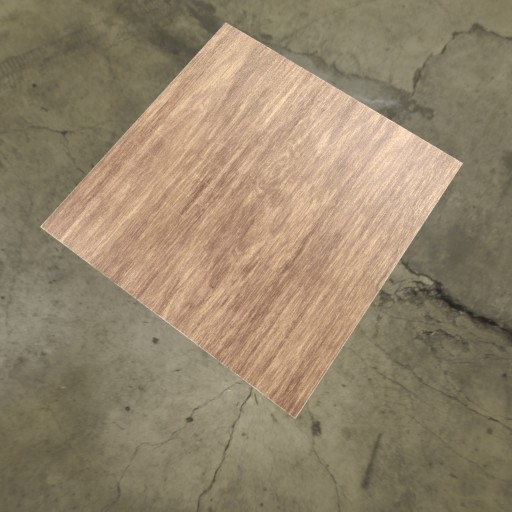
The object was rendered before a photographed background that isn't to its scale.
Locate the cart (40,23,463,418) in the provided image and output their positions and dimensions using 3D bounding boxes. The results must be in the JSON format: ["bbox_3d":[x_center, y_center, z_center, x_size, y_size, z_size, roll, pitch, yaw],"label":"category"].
[{"bbox_3d":[0.000,0.000,1.127,0.520,0.762,0.521,35,77,9],"label":"cart"}]
